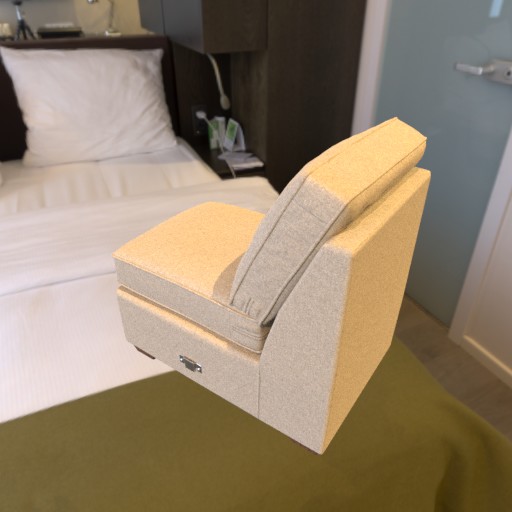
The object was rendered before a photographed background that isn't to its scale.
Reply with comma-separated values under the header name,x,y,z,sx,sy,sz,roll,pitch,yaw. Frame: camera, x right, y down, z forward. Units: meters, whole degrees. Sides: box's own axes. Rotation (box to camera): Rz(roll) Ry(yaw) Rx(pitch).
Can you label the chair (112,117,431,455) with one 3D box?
name,x,y,z,sx,sy,sz,roll,pitch,yaw
chair,0.000,0.000,1.727,1.020,1.058,0.674,20,37,29
